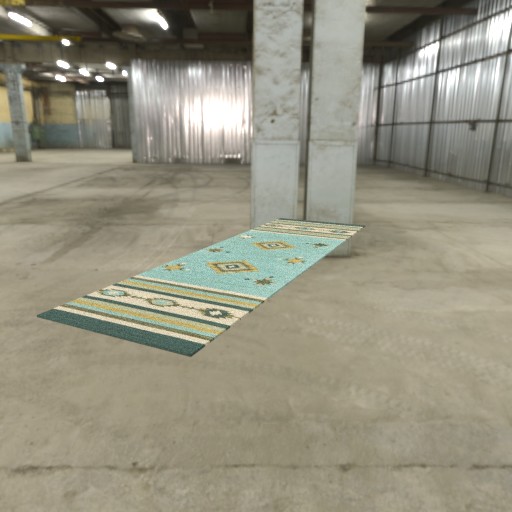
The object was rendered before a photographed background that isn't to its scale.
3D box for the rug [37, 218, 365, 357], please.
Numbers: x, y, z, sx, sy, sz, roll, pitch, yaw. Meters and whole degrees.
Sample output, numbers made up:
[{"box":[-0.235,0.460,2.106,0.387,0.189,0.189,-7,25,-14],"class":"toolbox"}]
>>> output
[{"box":[0.000,0.000,2.669,0.744,0.010,2.441,7,17,26],"class":"rug"}]
